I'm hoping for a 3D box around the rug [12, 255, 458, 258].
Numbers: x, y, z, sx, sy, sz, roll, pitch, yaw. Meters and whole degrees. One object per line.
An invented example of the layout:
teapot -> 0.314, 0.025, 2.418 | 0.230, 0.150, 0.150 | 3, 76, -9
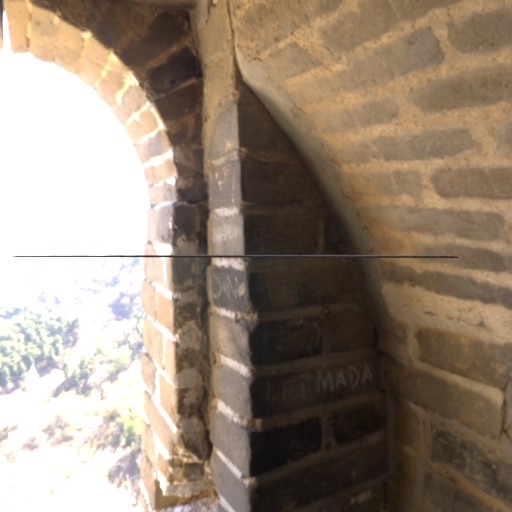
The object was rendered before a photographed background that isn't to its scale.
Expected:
rug -> 0.000, 0.000, 3.979 | 3.048, 0.012, 2.438 | 0, 0, 18
